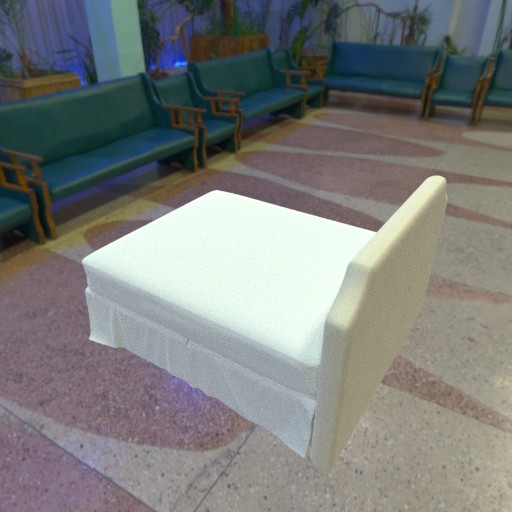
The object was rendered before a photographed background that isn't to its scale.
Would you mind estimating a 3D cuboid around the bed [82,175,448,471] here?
[{"bbox_3d":[0.000,0.000,3.348,2.209,1.296,1.827,19,36,29],"label":"bed"}]
